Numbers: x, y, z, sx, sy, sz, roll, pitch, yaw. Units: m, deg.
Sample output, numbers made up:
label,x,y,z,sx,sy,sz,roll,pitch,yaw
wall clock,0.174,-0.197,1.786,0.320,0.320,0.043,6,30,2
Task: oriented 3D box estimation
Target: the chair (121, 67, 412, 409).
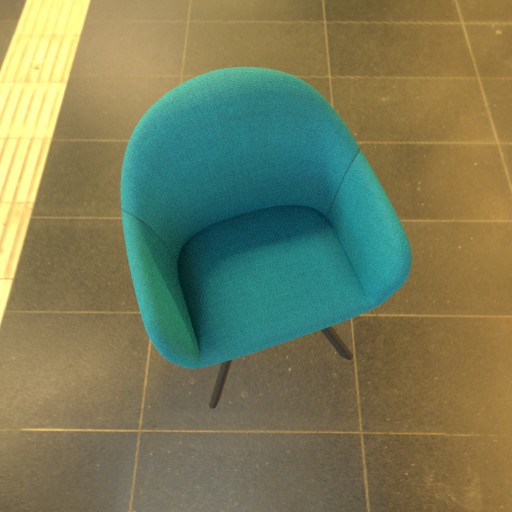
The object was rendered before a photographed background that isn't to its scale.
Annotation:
label,x,y,z,sx,sy,sz,roll,pitch,yaw
chair,0.000,0.000,1.182,0.590,0.795,0.550,-17,65,-8
